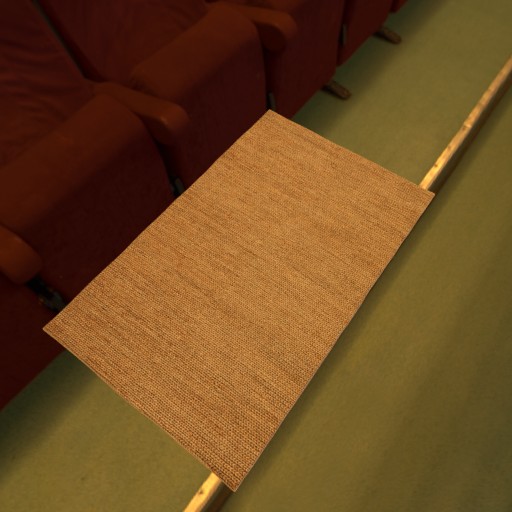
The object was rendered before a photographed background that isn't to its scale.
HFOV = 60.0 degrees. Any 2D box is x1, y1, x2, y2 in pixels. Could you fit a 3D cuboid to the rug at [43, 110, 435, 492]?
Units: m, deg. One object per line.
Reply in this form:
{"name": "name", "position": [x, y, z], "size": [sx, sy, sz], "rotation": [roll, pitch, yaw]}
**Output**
{"name": "rug", "position": [0.000, 0.000, 3.034], "size": [1.521, 0.034, 2.438], "rotation": [33, 65, 17]}
